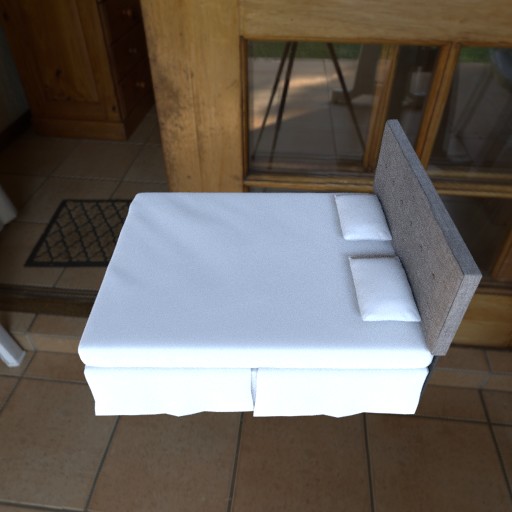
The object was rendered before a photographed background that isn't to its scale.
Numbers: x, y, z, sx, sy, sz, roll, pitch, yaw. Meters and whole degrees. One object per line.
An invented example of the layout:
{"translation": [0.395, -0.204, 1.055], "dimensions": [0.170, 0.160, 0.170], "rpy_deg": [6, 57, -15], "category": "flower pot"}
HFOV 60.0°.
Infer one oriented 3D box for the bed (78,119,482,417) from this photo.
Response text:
{"translation": [0.000, 0.000, 2.885], "dimensions": [1.958, 1.168, 1.621], "rpy_deg": [0, 41, 0], "category": "bed"}
